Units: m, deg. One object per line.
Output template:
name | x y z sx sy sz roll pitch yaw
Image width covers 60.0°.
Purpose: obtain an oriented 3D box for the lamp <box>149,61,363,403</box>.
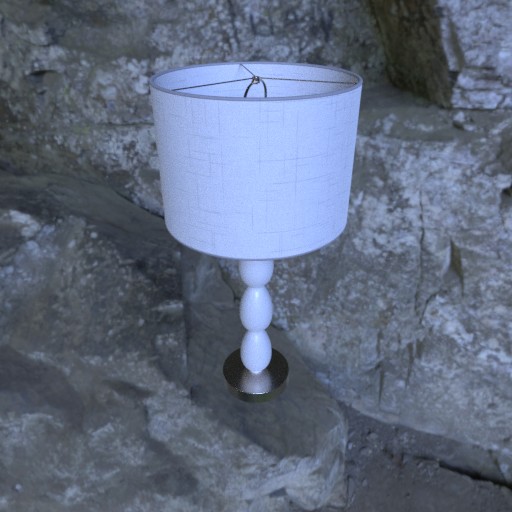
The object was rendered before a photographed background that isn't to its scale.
lamp | 0.000 0.000 0.734 0.280 0.559 0.282 10 32 16
